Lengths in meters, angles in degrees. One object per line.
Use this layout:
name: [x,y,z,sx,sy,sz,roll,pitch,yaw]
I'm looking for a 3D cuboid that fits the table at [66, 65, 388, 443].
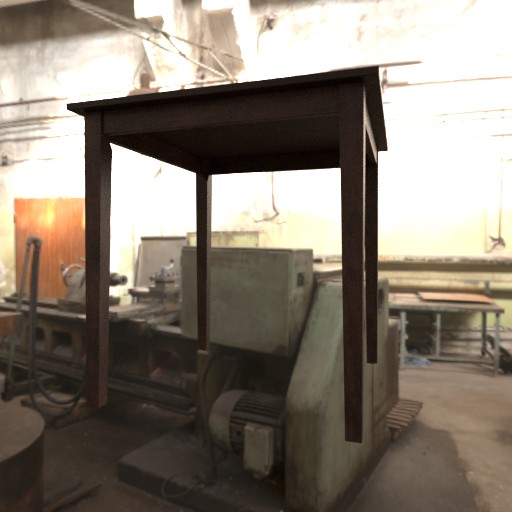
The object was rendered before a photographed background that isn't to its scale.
table: [0.000,0.000,1.349,0.749,0.770,0.749,0,1,18]
